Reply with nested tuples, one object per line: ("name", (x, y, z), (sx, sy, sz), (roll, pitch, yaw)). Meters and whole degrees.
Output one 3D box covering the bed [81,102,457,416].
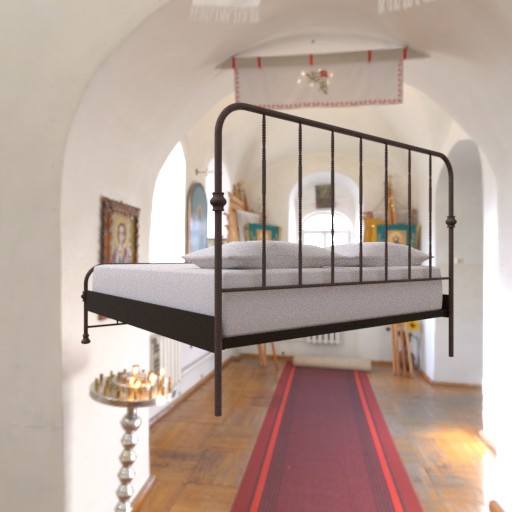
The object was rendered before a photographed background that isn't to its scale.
("bed", (0.000, 0.000, 3.423), (2.044, 1.446, 2.134), (0, 0, -37))
